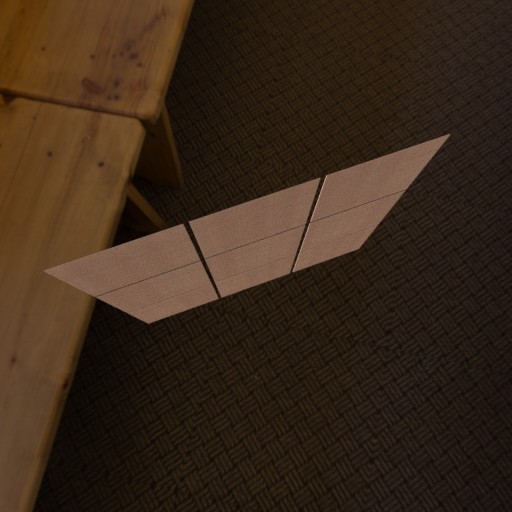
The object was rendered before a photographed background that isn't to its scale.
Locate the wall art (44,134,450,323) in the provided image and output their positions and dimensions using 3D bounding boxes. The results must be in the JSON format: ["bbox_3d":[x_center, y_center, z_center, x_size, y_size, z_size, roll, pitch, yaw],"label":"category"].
[{"bbox_3d":[0.000,0.000,2.284,1.517,1.505,0.002,-19,76,-5],"label":"wall art"}]
